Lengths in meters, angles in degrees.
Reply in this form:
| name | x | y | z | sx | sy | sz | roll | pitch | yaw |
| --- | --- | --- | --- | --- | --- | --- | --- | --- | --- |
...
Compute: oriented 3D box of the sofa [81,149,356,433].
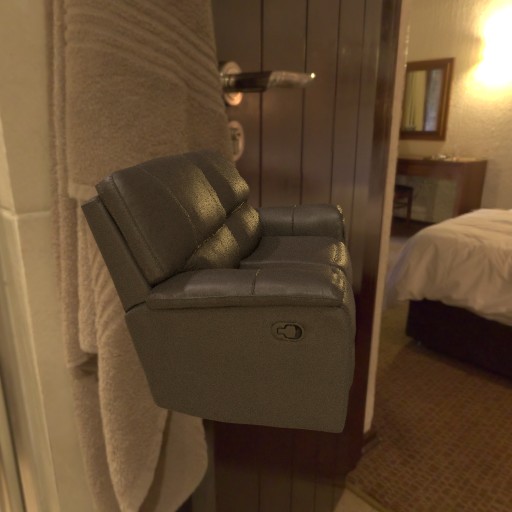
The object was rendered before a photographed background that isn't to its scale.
| name | x | y | z | sx | sy | sz | roll | pitch | yaw |
| --- | --- | --- | --- | --- | --- | --- | --- | --- | --- |
| sofa | 0.000 | 0.000 | 2.470 | 1.104 | 1.111 | 1.765 | 3 | 17 | 10 |
